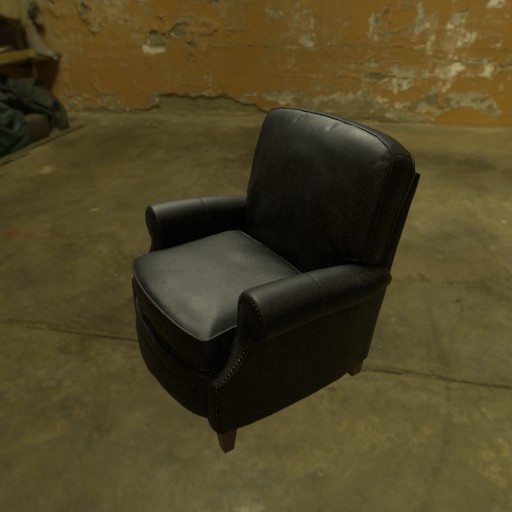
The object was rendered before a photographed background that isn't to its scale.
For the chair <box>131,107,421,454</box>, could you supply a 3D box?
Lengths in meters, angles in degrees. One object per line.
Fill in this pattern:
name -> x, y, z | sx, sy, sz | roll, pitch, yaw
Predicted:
chair -> 0.000, 0.000, 1.759 | 0.986, 1.018, 0.936 | -18, 35, -29
